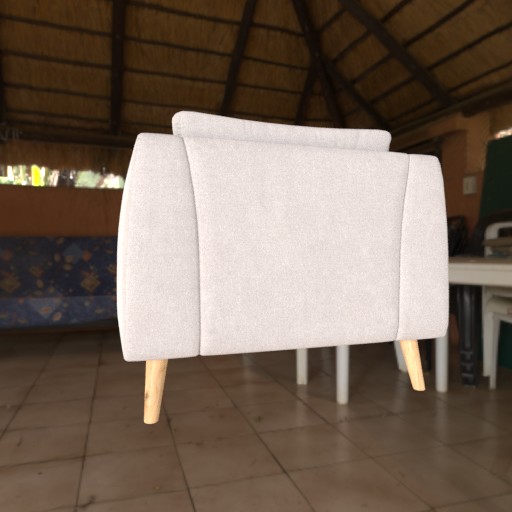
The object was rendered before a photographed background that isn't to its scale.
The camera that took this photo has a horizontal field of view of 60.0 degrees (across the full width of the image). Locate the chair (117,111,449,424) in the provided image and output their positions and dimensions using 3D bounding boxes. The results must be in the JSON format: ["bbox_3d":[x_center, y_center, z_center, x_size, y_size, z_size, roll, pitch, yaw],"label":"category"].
[{"bbox_3d":[0.000,0.000,1.685,1.000,0.860,0.930,0,1,-18],"label":"chair"}]
